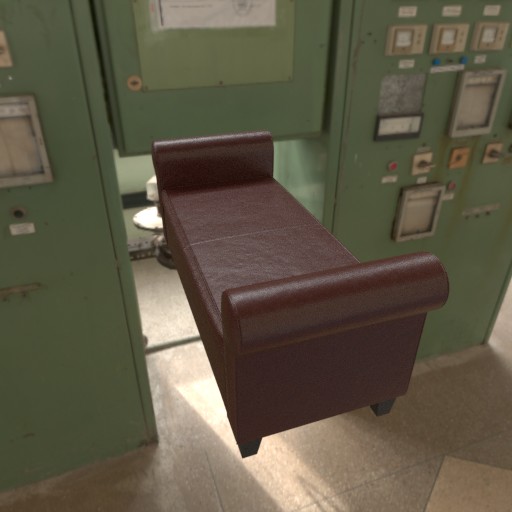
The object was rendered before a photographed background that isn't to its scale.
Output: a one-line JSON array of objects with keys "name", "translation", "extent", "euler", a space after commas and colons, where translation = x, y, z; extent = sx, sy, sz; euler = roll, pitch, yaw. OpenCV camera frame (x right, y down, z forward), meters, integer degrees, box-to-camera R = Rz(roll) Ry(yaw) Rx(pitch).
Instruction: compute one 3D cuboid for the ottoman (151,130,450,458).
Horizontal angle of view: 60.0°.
[{"name": "ottoman", "translation": [0.000, 0.000, 1.555], "extent": [0.521, 0.547, 1.256], "euler": [-10, 33, -16]}]
